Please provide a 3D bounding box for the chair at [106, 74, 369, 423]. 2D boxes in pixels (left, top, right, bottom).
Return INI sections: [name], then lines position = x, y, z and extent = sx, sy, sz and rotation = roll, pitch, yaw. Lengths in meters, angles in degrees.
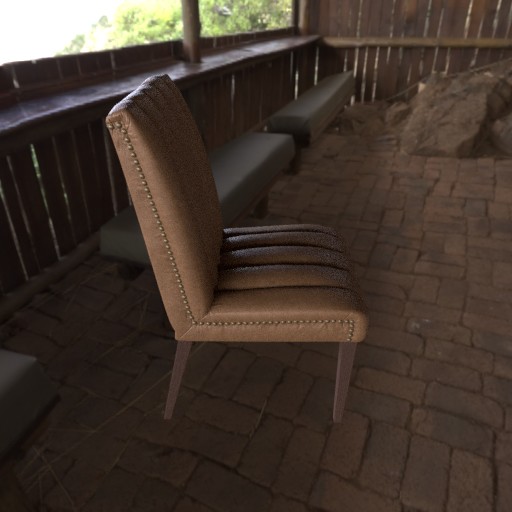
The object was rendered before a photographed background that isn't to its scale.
[chair]
position = 0.000, 0.000, 1.397
extent = 0.647, 1.016, 0.511
rotation = 0, 31, 1
